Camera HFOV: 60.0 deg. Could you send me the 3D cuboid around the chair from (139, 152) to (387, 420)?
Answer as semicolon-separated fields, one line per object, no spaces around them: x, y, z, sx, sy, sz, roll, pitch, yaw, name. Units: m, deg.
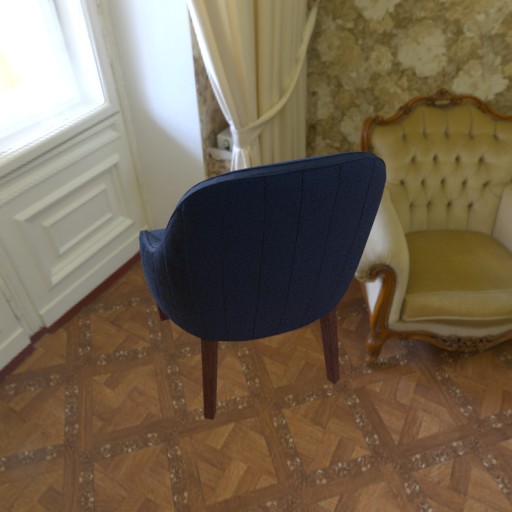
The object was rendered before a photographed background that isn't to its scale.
0.000;0.000;1.285;0.643;0.889;0.575;-12;42;-13;chair
